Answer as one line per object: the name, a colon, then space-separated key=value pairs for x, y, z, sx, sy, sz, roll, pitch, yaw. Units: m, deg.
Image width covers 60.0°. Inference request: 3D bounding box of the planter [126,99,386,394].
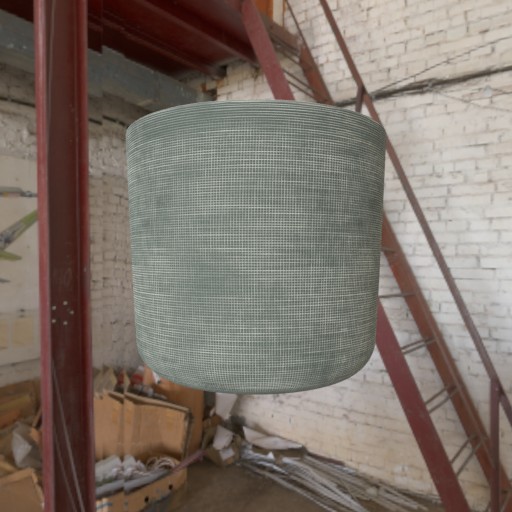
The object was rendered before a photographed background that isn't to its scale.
planter: x=0.000 y=0.000 z=0.780 sx=0.440 sy=0.398 sz=0.440 roll=0 pitch=0 yaw=0
